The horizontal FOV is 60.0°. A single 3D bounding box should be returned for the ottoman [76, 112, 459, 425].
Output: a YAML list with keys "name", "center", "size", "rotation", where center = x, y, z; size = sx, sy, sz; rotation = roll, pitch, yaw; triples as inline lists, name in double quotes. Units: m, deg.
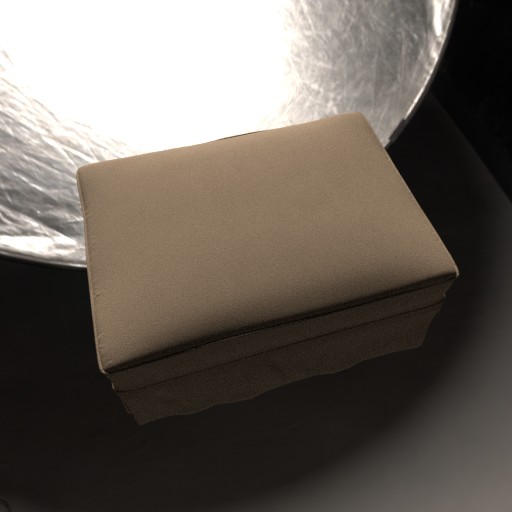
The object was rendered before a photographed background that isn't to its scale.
- name: "ottoman"
  center: [0.000, 0.000, 1.356]
  size: [0.959, 0.482, 0.721]
  rotation: [-14, 59, -8]
